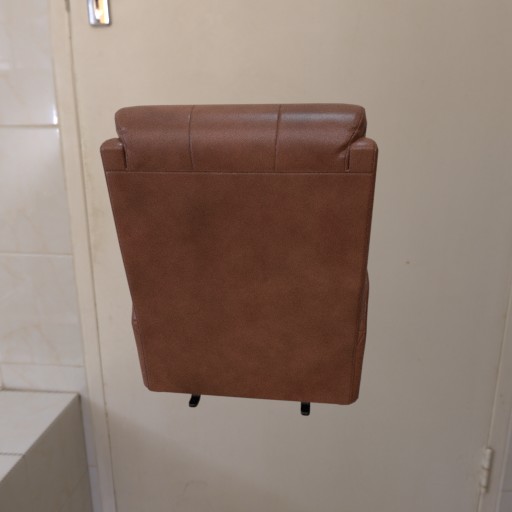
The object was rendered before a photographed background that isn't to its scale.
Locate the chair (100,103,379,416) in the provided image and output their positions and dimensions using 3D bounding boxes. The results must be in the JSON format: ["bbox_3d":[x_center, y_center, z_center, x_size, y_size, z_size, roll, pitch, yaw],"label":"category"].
[{"bbox_3d":[0.000,0.000,1.657,0.787,1.016,0.939,2,14,7],"label":"chair"}]
